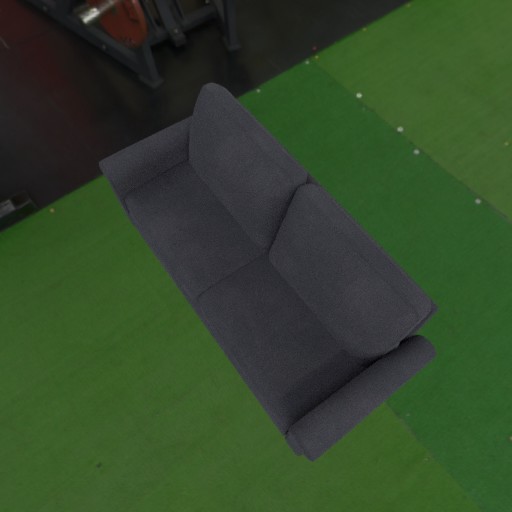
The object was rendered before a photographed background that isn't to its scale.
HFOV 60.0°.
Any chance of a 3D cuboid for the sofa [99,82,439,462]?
[{"bbox_3d":[0.000,0.000,2.416,0.842,0.942,1.935,-33,68,-16],"label":"sofa"}]
